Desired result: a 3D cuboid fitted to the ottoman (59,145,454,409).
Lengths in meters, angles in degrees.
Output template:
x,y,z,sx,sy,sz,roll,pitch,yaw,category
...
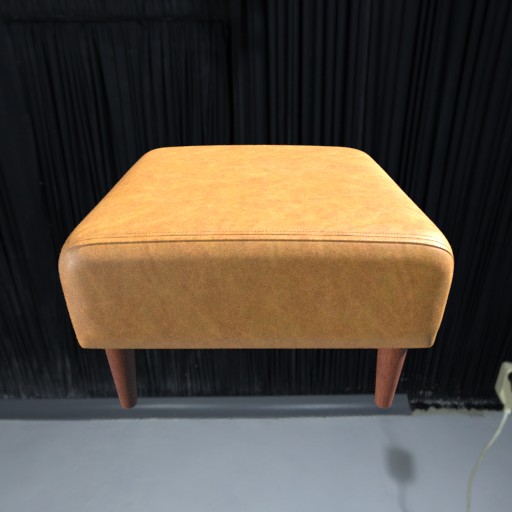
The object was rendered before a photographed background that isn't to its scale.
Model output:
x,y,z,sx,sy,sz,roll,pitch,yaw,category
0.000,0.000,1.028,0.650,0.399,0.650,0,26,0,ottoman
